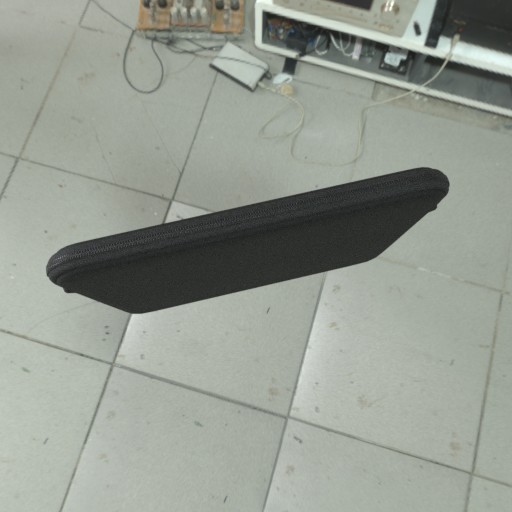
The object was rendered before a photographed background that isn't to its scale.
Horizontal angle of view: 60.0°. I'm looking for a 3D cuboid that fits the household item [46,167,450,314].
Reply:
[{"bbox_3d":[0.000,0.000,0.527,0.396,0.305,0.030,-13,77,-3],"label":"household item"}]
